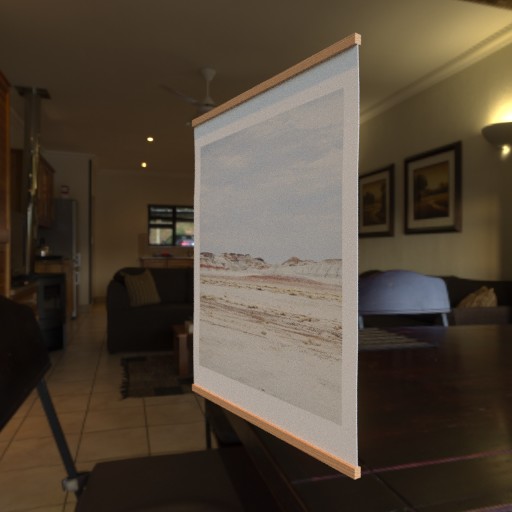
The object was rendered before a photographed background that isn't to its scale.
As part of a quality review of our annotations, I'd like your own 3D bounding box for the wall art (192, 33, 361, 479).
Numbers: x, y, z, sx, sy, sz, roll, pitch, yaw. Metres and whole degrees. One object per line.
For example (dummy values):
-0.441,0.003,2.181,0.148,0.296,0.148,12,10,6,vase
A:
0.000,0.000,0.671,0.010,0.507,0.404,0,0,-35,wall art
